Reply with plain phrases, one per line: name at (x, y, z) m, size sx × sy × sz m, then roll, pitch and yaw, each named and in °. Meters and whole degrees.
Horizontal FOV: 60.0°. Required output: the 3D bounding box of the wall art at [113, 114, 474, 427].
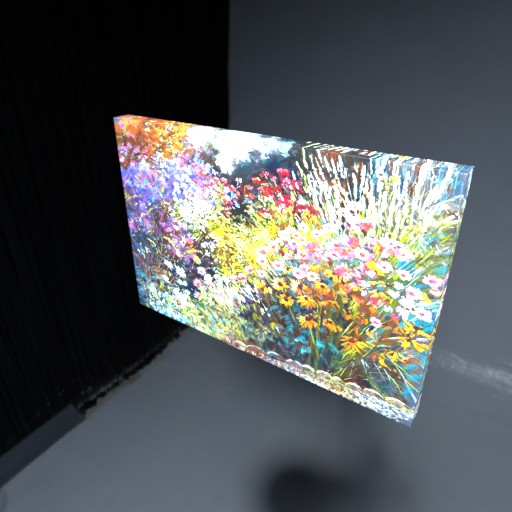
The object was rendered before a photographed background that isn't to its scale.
wall art at (0.000, 0.000, 0.764) m, size 0.610 × 0.406 × 0.037 m, roll 18°, pitch 32°, yaw 30°
